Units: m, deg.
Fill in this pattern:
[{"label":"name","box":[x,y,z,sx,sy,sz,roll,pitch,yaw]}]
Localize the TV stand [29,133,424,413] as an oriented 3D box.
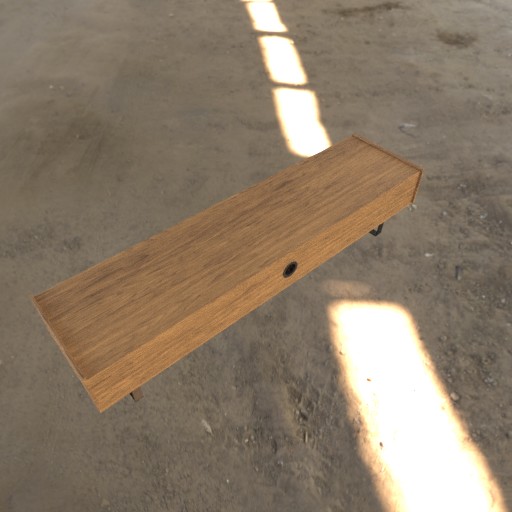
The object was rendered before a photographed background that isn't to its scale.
[{"label":"TV stand","box":[0.000,0.000,2.056,1.796,0.415,0.467,-31,53,-27]}]
